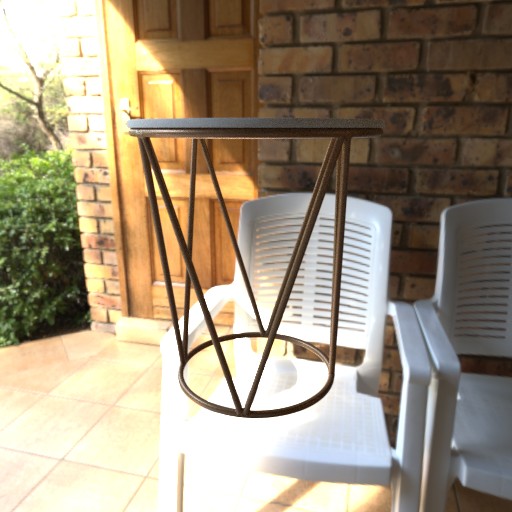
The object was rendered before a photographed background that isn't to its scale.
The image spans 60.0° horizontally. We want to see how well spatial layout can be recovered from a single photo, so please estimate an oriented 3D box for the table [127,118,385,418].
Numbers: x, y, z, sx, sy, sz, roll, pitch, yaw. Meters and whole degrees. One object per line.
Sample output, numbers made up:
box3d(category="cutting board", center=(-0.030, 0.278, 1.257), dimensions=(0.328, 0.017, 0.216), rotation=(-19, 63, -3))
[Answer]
box3d(category="table", center=(0.000, 0.000, 0.966), dimensions=(0.500, 0.564, 0.500), rotation=(0, 16, 0))
